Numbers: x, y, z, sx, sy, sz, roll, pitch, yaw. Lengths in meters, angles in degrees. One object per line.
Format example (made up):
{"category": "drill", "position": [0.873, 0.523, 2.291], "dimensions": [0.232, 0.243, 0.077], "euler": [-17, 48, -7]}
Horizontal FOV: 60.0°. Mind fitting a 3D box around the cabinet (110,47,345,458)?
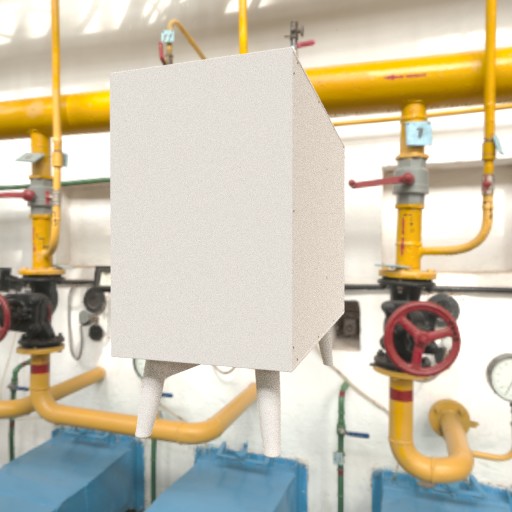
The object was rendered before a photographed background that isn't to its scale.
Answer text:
{"category": "cabinet", "position": [0.000, 0.000, 1.240], "dimensions": [0.398, 0.761, 0.800], "euler": [0, 1, 18]}
